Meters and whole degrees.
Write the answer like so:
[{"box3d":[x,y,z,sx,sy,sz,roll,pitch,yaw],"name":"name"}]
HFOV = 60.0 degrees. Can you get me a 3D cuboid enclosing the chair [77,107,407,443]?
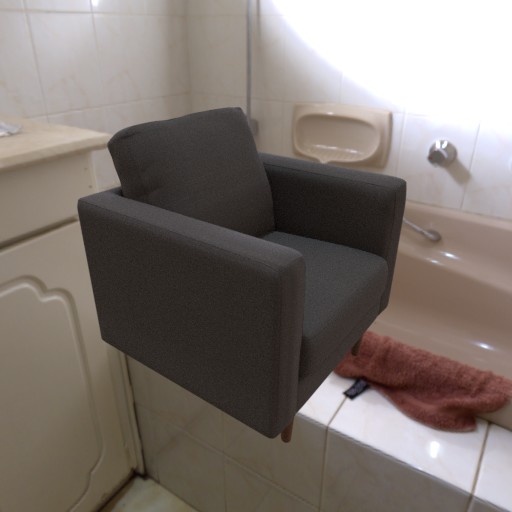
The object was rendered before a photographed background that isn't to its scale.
[{"box3d":[0.000,0.000,1.575,0.800,0.927,0.854,18,32,32],"name":"chair"}]
